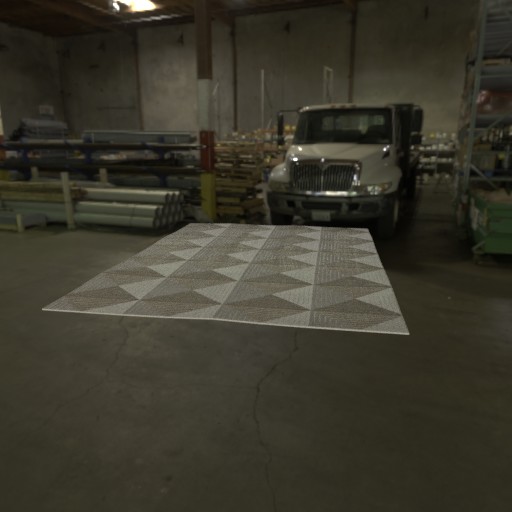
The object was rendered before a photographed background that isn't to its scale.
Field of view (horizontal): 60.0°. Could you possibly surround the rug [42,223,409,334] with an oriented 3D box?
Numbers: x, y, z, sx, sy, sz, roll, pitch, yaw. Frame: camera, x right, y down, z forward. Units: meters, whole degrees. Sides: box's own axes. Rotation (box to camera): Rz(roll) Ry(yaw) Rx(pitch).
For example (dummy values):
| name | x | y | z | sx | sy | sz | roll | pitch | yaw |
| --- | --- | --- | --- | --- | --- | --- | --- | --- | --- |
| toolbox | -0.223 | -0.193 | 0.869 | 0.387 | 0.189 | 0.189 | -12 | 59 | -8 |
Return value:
| name | x | y | z | sx | sy | sz | roll | pitch | yaw |
| --- | --- | --- | --- | --- | --- | --- | --- | --- | --- |
| rug | 0.000 | 0.000 | 4.439 | 2.428 | 0.027 | 3.333 | 2 | 15 | 9 |
